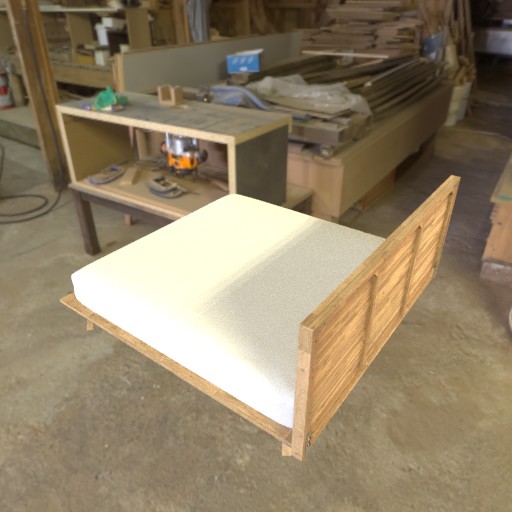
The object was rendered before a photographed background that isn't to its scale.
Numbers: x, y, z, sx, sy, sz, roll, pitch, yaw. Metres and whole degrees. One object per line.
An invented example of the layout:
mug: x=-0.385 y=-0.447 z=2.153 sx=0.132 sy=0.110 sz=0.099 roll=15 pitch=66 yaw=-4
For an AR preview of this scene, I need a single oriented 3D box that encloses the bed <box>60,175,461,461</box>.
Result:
bed: x=0.000 y=0.000 z=3.345 sx=2.167 sy=1.100 sz=2.116 roll=21 pitch=37 yaw=31
